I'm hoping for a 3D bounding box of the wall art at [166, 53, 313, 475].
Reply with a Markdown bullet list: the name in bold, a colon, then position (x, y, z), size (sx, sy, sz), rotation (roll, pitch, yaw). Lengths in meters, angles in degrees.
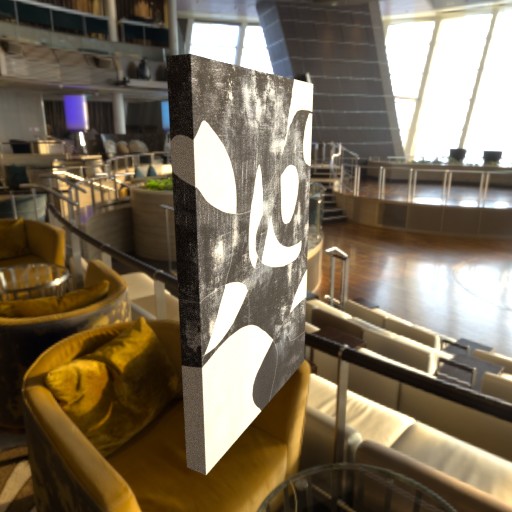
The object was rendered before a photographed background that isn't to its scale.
- **wall art**: position (0.000, 0.000, 0.794), size (0.039, 0.610, 0.407), rotation (8, 18, 27)
